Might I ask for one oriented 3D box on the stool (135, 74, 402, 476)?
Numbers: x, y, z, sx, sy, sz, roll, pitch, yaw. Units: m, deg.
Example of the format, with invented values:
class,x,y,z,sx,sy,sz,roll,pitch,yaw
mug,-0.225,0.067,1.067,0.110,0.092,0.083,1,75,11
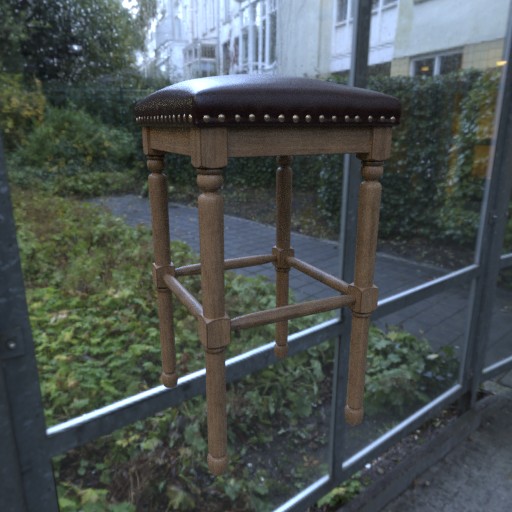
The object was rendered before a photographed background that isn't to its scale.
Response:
class,x,y,z,sx,sy,sz,roll,pitch,yaw
stool,0.000,0.000,0.927,0.382,0.702,0.383,-8,18,-25
